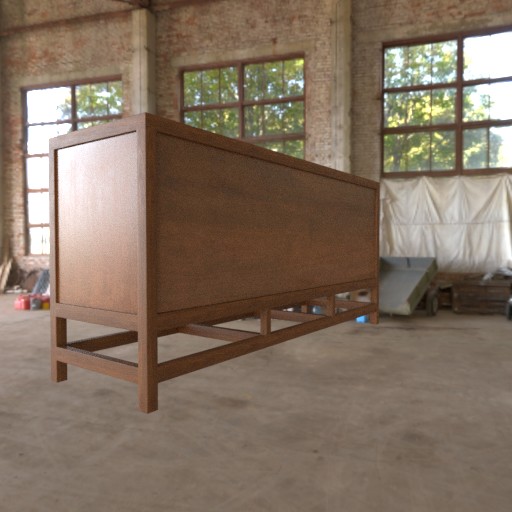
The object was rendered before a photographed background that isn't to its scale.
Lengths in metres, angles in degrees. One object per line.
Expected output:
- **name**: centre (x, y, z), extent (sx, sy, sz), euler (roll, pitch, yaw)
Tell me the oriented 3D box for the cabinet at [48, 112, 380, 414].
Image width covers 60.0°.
- **cabinet**: centre (0.000, 0.000, 2.043), extent (0.522, 0.820, 1.708), euler (1, 2, 36)
